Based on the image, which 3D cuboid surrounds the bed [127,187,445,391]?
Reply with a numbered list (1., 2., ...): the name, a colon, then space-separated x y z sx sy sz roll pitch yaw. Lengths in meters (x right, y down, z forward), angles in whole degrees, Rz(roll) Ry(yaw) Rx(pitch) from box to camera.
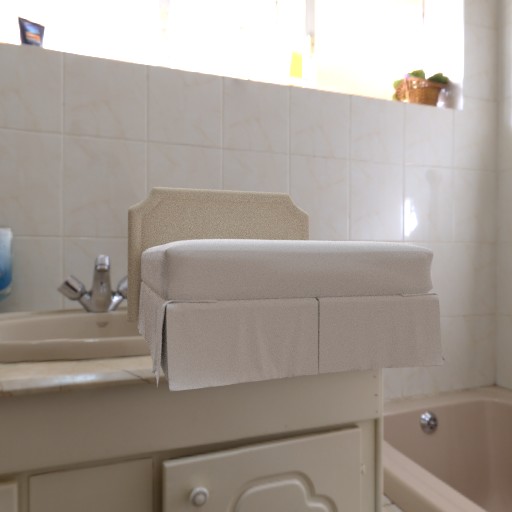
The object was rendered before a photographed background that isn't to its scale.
1. bed: 0.000 0.000 3.372 1.827 1.296 2.209 0 0 -18
